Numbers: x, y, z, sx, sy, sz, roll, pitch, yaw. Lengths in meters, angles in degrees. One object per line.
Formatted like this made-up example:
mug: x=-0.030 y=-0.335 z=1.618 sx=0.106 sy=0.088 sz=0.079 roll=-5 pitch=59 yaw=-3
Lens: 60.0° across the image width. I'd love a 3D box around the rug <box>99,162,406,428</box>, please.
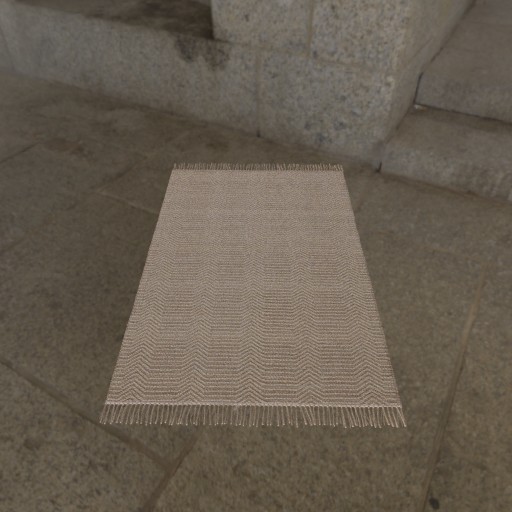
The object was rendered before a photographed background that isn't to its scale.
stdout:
rug: x=0.000 y=0.000 z=3.119 sx=1.528 sy=0.034 sz=2.523 roll=1 pitch=42 yaw=1
